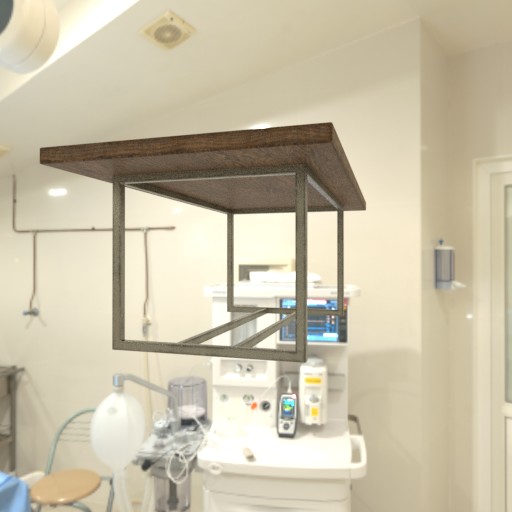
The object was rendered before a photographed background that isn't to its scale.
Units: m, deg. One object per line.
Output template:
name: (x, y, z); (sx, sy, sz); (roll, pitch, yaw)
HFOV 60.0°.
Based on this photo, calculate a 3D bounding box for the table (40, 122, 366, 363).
table: (0.000, 0.000, 2.434); (1.078, 0.795, 1.989); (0, 0, 17)
